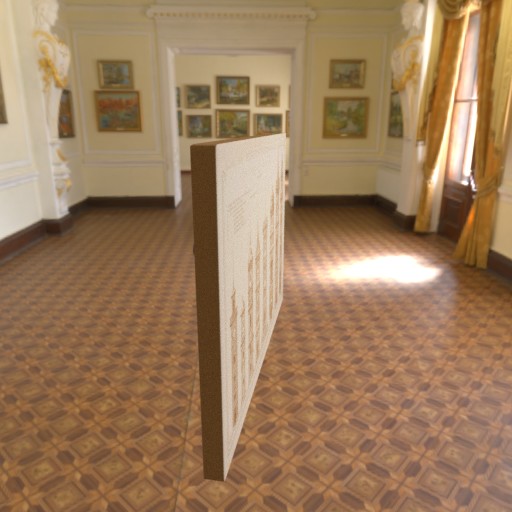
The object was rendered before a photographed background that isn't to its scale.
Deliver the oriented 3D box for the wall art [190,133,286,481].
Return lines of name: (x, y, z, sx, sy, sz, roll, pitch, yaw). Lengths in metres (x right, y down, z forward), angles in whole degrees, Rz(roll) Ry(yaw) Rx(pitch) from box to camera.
wall art: (0.000, 0.000, 0.486, 0.019, 0.254, 0.380, 3, 17, 10)
